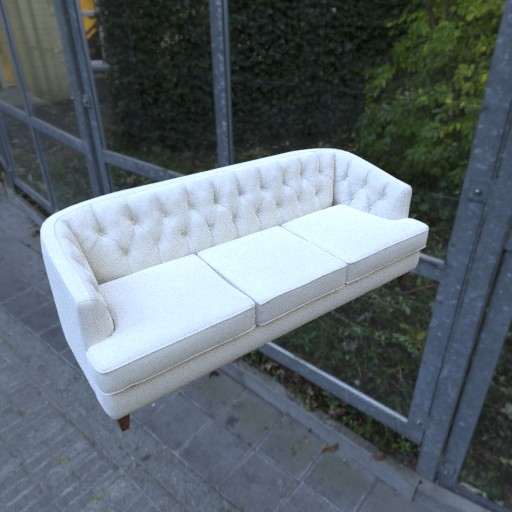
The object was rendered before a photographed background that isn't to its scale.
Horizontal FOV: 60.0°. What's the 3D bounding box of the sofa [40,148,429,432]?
[{"bbox_3d":[0.000,0.000,2.707,2.278,0.855,0.941,-20,36,-31],"label":"sofa"}]
